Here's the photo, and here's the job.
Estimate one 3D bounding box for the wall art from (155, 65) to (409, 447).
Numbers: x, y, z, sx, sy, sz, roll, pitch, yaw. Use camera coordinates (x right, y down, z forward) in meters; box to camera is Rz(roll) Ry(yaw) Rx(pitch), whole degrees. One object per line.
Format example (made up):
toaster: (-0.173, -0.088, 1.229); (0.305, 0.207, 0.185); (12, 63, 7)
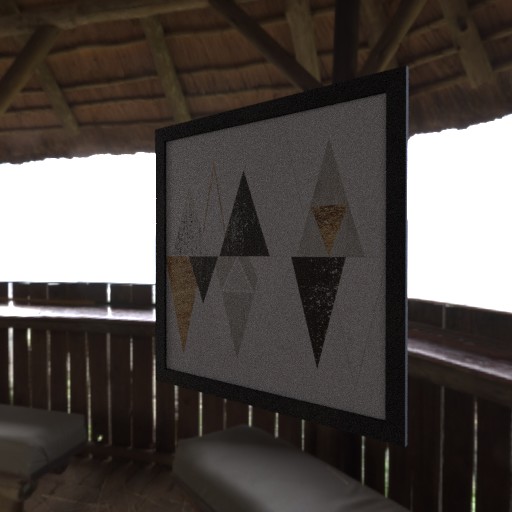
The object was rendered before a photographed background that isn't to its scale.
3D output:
wall art: (0.000, 0.000, 1.211); (0.823, 0.823, 0.013); (0, 1, 37)
